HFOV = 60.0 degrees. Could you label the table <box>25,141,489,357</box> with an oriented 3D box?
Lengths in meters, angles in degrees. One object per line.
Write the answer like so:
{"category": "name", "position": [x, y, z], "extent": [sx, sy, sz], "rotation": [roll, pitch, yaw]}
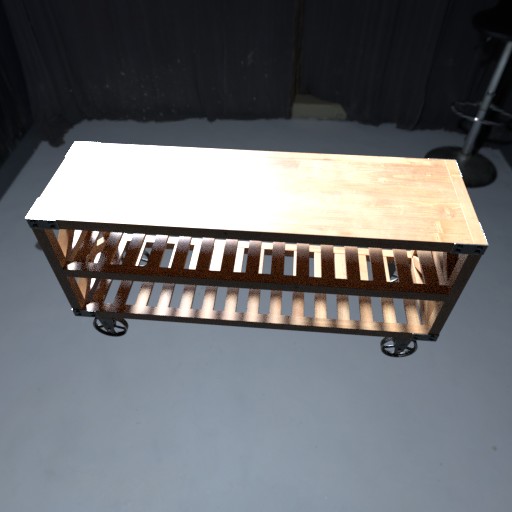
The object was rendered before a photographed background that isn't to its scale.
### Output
{"category": "table", "position": [0.000, 0.000, 1.818], "extent": [1.487, 0.711, 0.467], "rotation": [4, 47, 3]}
